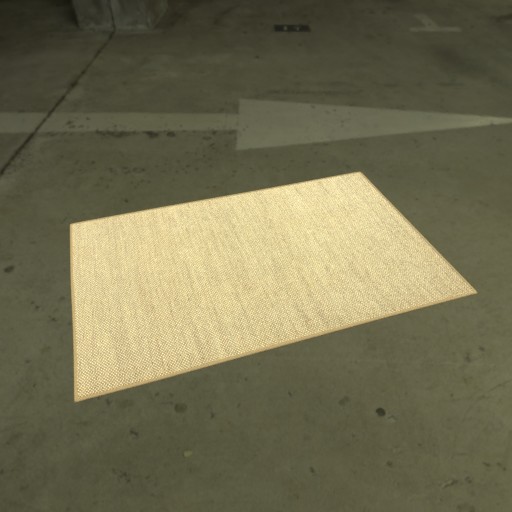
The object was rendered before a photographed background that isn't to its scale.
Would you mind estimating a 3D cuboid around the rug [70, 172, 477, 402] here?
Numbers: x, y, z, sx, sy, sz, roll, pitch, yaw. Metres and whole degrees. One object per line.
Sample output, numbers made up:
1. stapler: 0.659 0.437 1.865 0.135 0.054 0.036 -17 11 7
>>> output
1. rug: 0.000 0.000 2.091 1.667 0.013 1.062 -12 43 -13
